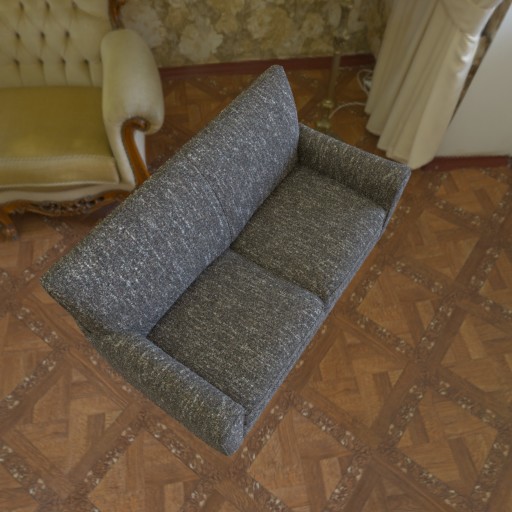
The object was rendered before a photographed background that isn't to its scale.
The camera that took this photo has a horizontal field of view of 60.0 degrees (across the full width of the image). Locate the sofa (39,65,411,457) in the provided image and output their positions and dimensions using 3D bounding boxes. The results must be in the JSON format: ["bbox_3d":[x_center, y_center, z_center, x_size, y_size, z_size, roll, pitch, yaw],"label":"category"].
[{"bbox_3d":[0.000,0.000,2.067,0.801,0.946,1.519,31,64,17],"label":"sofa"}]
